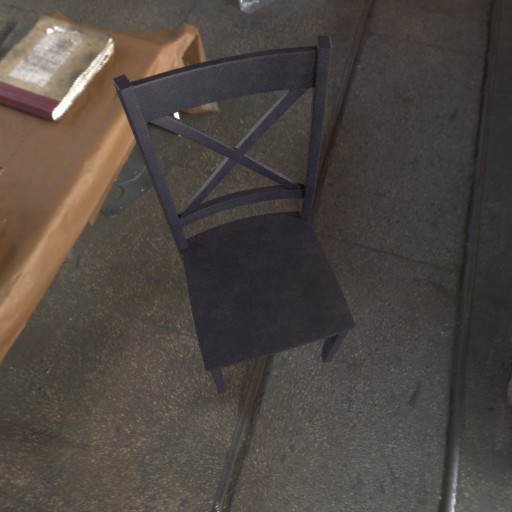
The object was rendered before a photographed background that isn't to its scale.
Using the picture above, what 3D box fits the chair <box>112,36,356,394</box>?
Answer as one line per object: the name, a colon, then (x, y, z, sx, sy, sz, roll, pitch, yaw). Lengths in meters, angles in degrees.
chair: (0.000, 0.000, 1.292, 0.485, 0.983, 0.542, -14, 64, -7)
